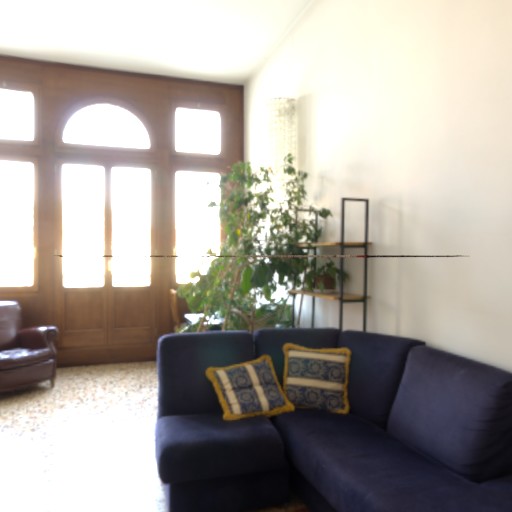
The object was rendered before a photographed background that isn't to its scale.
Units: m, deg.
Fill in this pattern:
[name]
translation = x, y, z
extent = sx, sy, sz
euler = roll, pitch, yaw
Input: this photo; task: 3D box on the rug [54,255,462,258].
[rug]
translation = 0.000, 0.000, 2.299
extent = 1.848, 0.012, 1.217
euler = 0, 0, 36
